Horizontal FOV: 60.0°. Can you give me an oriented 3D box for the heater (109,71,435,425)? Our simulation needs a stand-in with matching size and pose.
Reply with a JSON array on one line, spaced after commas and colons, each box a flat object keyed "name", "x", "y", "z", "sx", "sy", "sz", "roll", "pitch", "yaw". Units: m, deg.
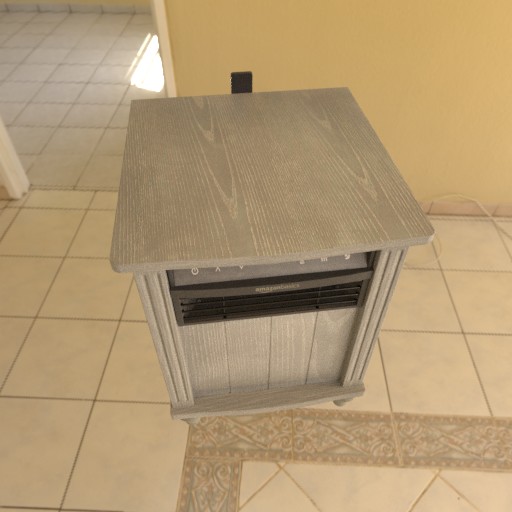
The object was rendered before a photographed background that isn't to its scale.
[{"name": "heater", "x": 0.000, "y": 0.000, "z": 0.759, "sx": 0.362, "sy": 0.481, "sz": 0.400, "roll": -5, "pitch": 46, "yaw": -5}]
